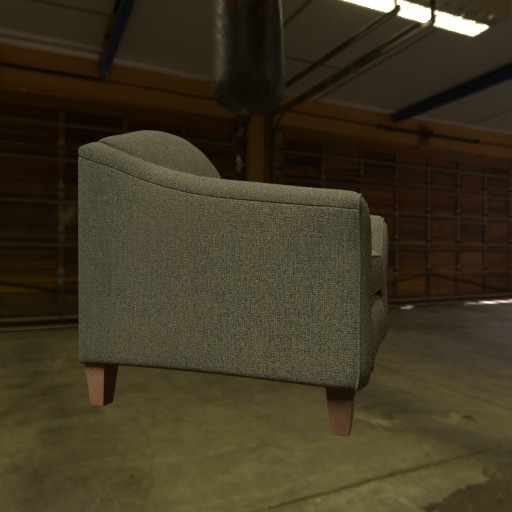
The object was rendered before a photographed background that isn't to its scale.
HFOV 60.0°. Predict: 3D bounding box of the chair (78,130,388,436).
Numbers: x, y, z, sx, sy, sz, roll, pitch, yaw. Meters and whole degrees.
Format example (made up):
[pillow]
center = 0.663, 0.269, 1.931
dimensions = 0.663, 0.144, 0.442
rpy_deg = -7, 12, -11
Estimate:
[chair]
center = 0.000, 0.000, 1.435
dimensions = 0.787, 0.839, 0.763
rpy_deg = 0, 0, 20
